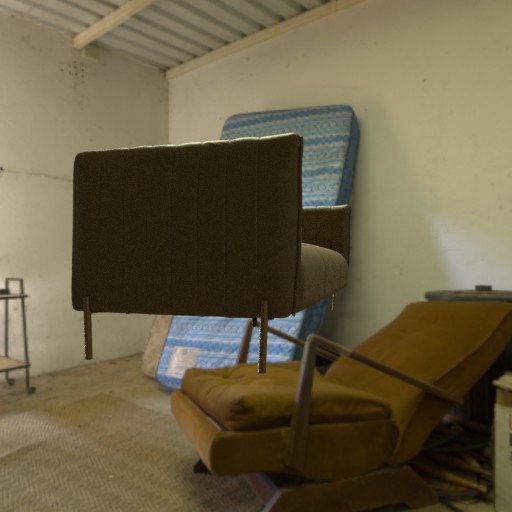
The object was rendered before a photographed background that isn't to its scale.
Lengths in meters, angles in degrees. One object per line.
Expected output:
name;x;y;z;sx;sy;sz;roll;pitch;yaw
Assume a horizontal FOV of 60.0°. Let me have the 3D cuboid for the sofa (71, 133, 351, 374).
sofa;0.000;0.000;2.428;0.876;0.779;1.980;0;-1;17
